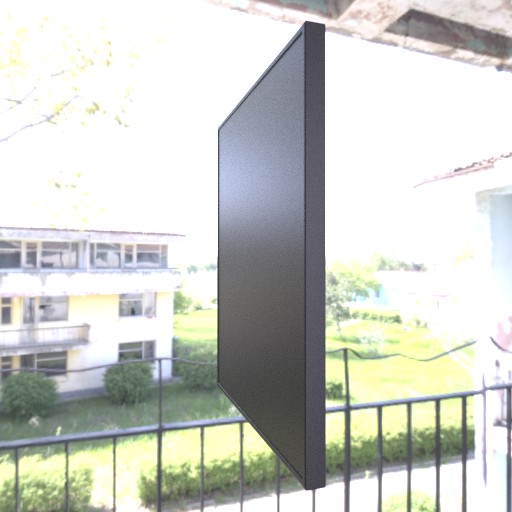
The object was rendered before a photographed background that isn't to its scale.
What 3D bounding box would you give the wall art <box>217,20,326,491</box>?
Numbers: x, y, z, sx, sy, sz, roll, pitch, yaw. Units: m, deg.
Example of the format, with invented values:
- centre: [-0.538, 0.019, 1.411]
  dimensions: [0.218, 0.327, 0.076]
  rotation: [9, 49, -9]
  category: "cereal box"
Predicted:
- centre: [0.000, 0.000, 0.737]
  dimensions: [0.028, 0.551, 0.451]
  rotation: [0, 0, -18]
  category: "wall art"
